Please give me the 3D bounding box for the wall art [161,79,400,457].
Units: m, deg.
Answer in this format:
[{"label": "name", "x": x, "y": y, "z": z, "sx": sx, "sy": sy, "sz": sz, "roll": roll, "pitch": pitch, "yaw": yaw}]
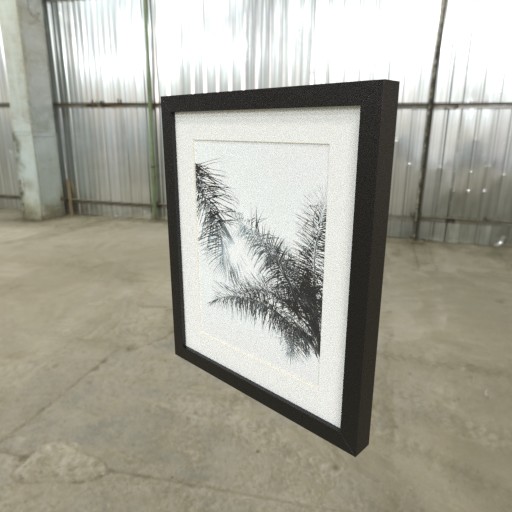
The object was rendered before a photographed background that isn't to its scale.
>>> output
[{"label": "wall art", "x": 0.000, "y": 0.000, "z": 0.542, "sx": 0.325, "sy": 0.380, "sz": 0.028, "roll": 15, "pitch": 22, "yaw": 42}]
